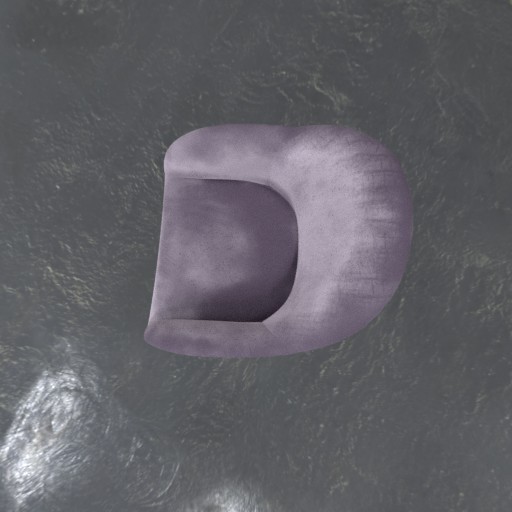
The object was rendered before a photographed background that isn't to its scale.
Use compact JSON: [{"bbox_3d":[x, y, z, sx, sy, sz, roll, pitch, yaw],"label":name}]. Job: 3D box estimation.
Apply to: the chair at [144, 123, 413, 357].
[{"bbox_3d":[0.000,0.000,1.201,0.590,0.795,0.550,3,76,1],"label":"chair"}]
